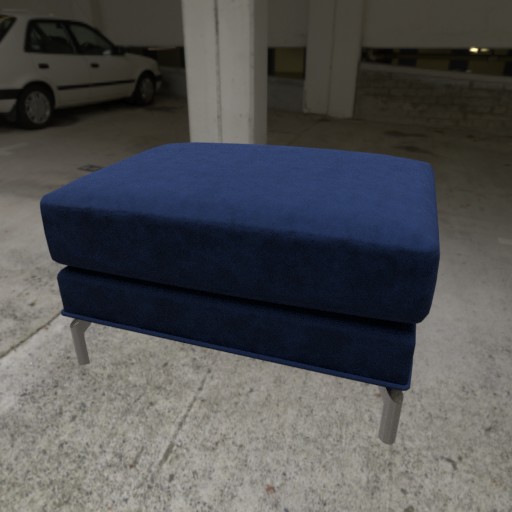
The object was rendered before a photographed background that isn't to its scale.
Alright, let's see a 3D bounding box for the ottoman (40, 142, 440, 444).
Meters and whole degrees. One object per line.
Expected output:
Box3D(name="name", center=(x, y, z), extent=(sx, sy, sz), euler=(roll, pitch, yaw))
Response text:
Box3D(name="ottoman", center=(0.000, 0.000, 1.167), extent=(0.835, 0.498, 0.587), euler=(9, 27, 17))
